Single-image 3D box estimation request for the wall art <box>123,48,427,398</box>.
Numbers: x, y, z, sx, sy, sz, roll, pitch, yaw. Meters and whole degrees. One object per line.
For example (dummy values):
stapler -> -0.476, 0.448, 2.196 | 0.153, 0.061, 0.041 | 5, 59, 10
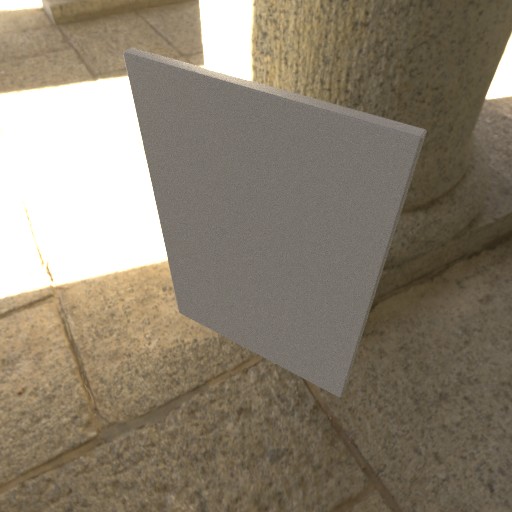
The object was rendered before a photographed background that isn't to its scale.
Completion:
wall art -> 0.000, 0.000, 1.020 | 0.556, 0.813, 0.026 | 24, 51, 21
